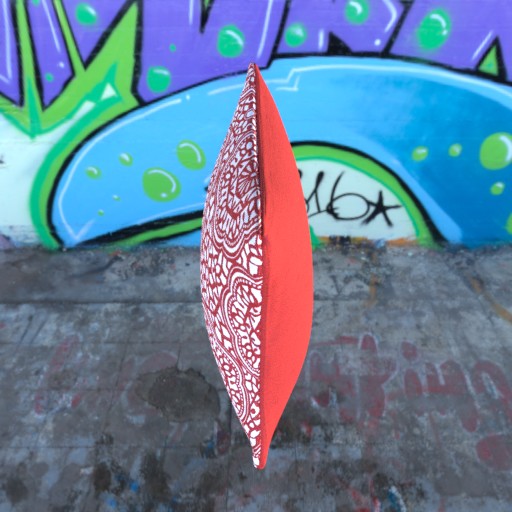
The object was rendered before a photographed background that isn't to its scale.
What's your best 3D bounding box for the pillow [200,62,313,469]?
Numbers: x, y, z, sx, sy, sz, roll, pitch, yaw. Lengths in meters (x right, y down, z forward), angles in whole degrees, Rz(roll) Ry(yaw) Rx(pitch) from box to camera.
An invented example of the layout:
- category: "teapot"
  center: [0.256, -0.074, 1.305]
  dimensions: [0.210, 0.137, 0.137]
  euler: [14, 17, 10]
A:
- category: "pillow"
  center: [0.000, 0.000, 0.650]
  dimensions: [0.162, 0.419, 0.438]
  euler: [-1, 41, -1]
